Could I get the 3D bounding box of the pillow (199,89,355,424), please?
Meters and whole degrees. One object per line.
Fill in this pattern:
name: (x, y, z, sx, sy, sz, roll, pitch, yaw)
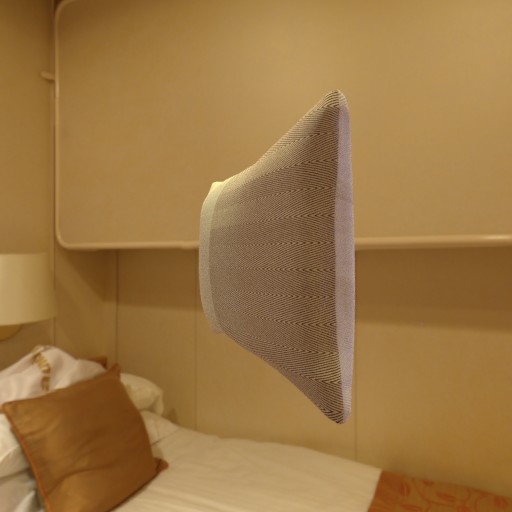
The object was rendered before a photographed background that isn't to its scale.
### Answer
pillow: (0.000, 0.000, 0.636, 0.139, 0.305, 0.506, 0, 0, -18)
